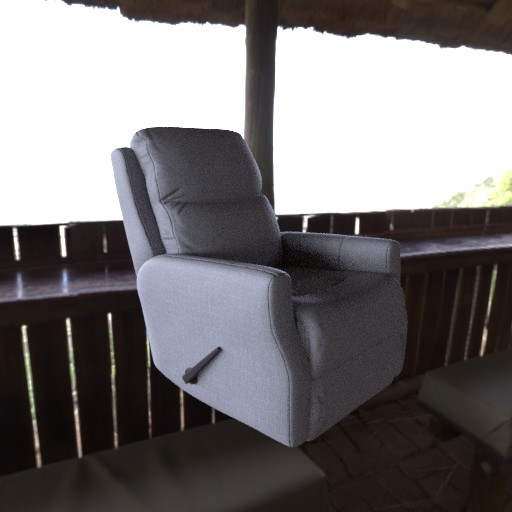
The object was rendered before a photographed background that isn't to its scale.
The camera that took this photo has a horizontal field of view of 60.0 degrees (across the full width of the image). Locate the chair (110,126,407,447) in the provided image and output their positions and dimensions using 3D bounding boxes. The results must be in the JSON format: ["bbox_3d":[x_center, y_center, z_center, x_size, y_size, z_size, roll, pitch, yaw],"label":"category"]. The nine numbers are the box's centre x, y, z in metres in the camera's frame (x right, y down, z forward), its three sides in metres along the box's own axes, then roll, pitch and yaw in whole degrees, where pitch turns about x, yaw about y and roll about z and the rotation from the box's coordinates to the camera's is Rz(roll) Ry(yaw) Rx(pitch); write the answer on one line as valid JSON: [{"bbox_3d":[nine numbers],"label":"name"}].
[{"bbox_3d":[0.000,0.000,1.797,1.080,1.030,0.829,13,18,43],"label":"chair"}]
